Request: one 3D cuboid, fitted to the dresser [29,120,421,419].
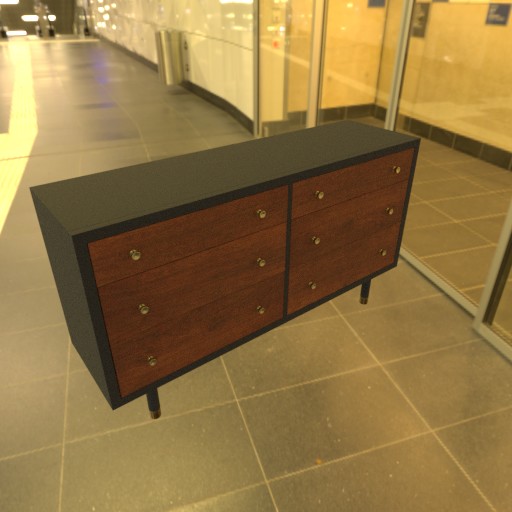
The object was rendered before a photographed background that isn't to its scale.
[{"bbox_3d":[0.000,0.000,1.954,1.558,0.872,0.463,-21,36,-32],"label":"dresser"}]
